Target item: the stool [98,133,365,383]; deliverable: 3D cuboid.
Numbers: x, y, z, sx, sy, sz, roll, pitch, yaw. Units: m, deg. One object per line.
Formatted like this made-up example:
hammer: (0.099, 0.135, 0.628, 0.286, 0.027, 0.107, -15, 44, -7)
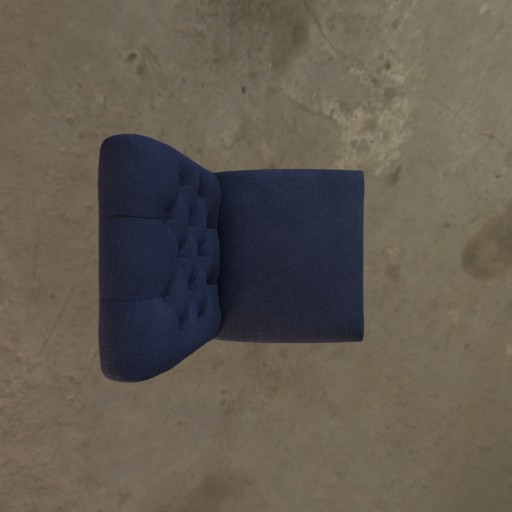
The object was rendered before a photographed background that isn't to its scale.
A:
stool: (0.000, 0.000, 1.307, 0.601, 1.010, 0.493, 0, 91, 0)
